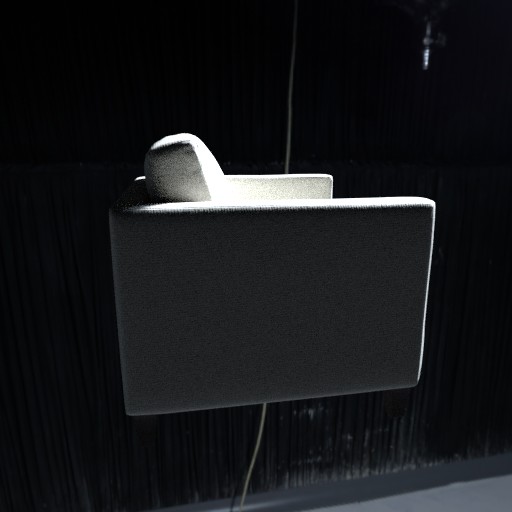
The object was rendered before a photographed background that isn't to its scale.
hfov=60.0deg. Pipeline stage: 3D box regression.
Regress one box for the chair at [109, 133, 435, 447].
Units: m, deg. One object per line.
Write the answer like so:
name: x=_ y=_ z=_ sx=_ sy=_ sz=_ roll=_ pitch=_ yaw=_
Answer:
chair: x=0.000 y=0.000 z=1.715 sx=0.959 sy=0.919 sz=0.996 roll=-3 pitch=15 yaw=-10
